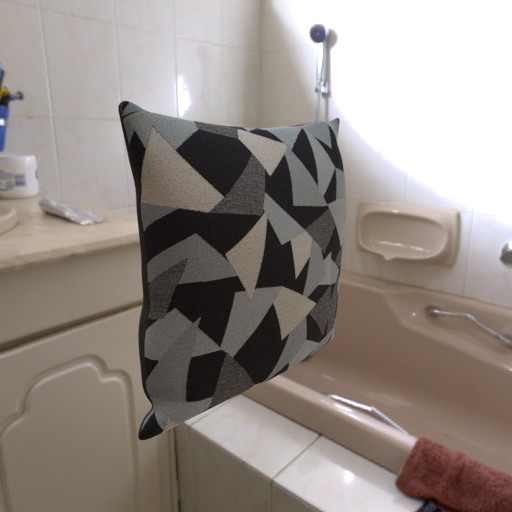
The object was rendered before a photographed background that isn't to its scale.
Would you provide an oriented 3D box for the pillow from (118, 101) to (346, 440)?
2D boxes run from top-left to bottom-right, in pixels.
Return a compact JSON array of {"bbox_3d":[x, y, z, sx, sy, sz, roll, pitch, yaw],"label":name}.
[{"bbox_3d":[0.000,0.000,0.784,0.208,0.496,0.503,14,21,42],"label":"pillow"}]
